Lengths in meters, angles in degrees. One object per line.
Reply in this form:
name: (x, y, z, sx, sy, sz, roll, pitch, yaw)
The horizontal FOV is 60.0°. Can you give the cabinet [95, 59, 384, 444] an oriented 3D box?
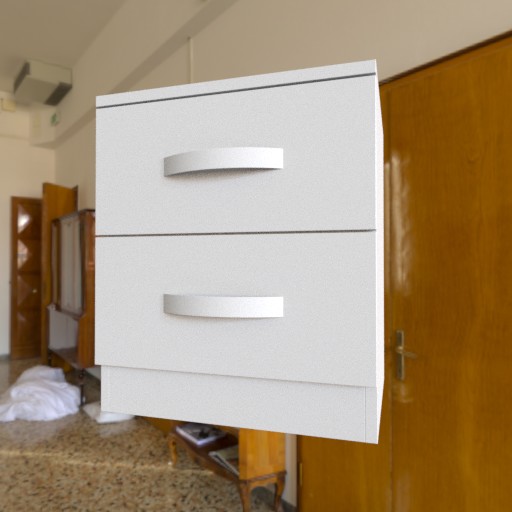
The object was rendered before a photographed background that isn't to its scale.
cabinet: (0.000, 0.000, 0.739, 0.400, 0.470, 0.360, 0, -1, 17)
